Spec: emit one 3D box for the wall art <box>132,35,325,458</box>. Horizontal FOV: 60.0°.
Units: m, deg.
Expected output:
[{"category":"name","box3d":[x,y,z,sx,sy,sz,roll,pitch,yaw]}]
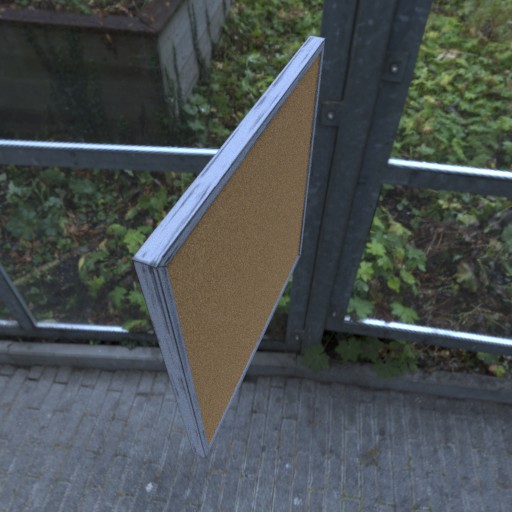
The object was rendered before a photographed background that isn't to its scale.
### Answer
[{"category":"wall art","box3d":[0.000,0.000,1.092,0.037,0.761,0.761,17,51,15]}]
